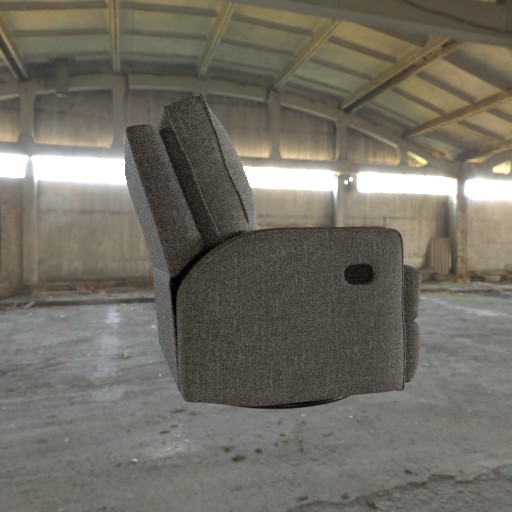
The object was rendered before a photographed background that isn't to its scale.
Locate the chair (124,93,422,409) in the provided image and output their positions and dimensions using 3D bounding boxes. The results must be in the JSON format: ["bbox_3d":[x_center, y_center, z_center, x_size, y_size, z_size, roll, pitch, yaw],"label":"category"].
[{"bbox_3d":[0.000,0.000,1.699,0.964,0.962,0.861,0,0,-17],"label":"chair"}]
